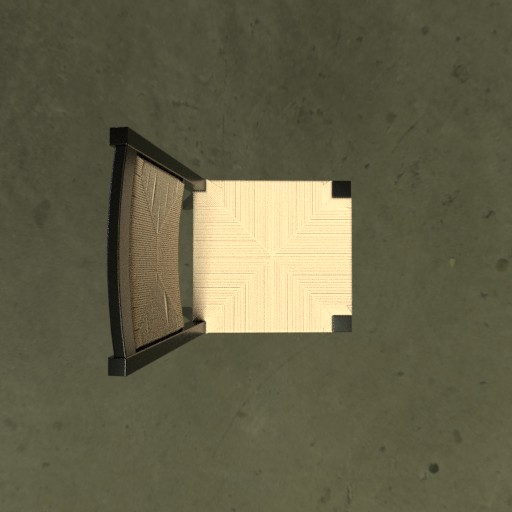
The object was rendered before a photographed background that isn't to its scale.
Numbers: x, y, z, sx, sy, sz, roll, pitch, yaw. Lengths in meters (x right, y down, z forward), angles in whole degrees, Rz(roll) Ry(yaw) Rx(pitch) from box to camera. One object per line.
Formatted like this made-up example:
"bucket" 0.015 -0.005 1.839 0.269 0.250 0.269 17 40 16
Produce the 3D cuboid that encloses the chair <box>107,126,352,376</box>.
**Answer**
"chair" 0.000 0.000 1.235 0.552 0.927 0.437 0 89 -2
